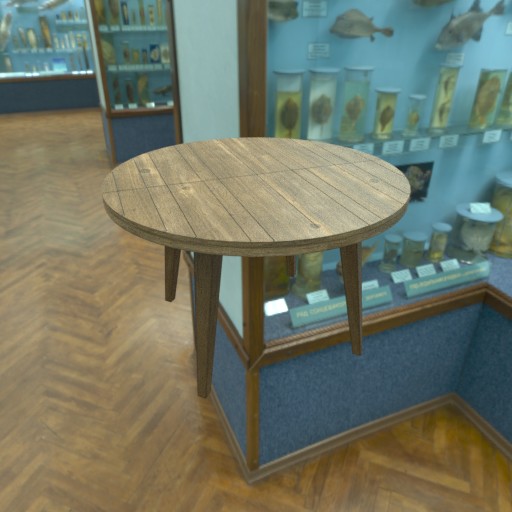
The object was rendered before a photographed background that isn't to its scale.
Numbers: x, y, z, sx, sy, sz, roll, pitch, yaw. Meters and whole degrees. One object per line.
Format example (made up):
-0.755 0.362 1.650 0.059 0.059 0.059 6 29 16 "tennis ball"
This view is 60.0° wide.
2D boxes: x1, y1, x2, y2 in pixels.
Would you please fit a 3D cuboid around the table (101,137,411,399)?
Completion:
0.000 0.000 2.002 1.213 0.764 1.213 0 29 0 "table"
